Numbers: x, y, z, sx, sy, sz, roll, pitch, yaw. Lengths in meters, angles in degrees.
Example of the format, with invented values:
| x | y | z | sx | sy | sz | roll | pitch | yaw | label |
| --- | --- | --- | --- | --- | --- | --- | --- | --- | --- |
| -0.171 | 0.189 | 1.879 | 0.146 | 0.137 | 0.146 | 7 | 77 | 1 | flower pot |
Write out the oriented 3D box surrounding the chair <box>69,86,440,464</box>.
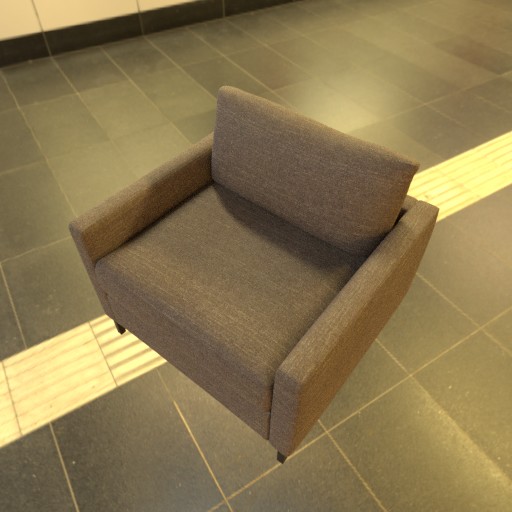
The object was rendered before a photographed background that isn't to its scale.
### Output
| x | y | z | sx | sy | sz | roll | pitch | yaw | label |
| --- | --- | --- | --- | --- | --- | --- | --- | --- | --- |
| 0.000 | 0.000 | 1.574 | 0.940 | 0.841 | 0.845 | 30 | 54 | 25 | chair |
